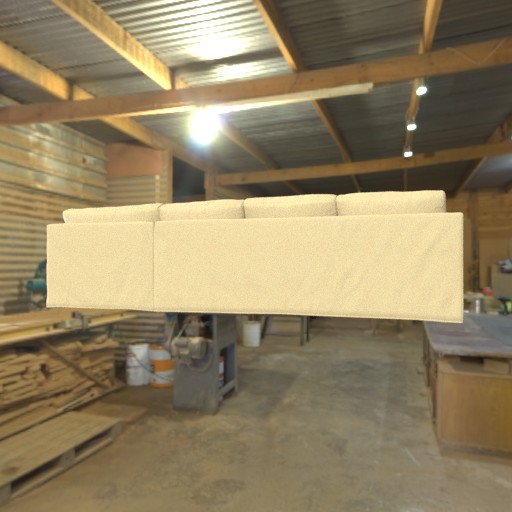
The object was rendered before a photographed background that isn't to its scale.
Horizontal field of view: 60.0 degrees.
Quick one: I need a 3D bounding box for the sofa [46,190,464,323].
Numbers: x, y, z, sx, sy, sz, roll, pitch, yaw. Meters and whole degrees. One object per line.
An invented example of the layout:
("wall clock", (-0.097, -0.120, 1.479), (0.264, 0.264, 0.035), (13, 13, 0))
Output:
("sofa", (0.000, 0.000, 3.964), (3.206, 0.871, 1.622), (0, -1, 17))
